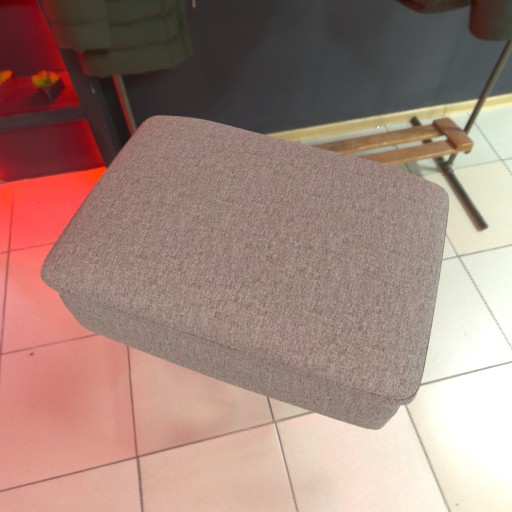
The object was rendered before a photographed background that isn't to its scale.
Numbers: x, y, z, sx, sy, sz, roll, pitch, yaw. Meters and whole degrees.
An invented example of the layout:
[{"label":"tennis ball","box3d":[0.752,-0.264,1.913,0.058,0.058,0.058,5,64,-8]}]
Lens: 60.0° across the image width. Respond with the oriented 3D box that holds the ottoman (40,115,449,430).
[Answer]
[{"label":"ottoman","box3d":[0.000,0.000,1.315,0.977,0.451,0.694,17,59,10]}]
